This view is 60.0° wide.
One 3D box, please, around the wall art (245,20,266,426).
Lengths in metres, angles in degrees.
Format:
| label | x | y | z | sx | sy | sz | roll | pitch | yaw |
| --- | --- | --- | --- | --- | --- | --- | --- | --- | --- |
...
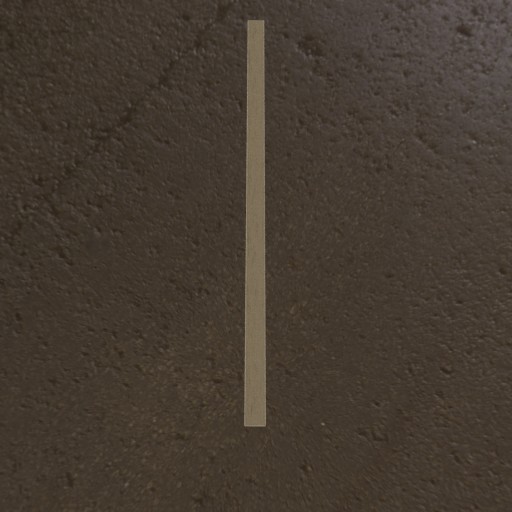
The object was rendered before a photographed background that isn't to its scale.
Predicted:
| label | x | y | z | sx | sy | sz | roll | pitch | yaw |
| --- | --- | --- | --- | --- | --- | --- | --- | --- | --- |
| wall art | 0.000 | 0.000 | 1.529 | 0.045 | 1.016 | 1.016 | 0 | 74 | 0 |
